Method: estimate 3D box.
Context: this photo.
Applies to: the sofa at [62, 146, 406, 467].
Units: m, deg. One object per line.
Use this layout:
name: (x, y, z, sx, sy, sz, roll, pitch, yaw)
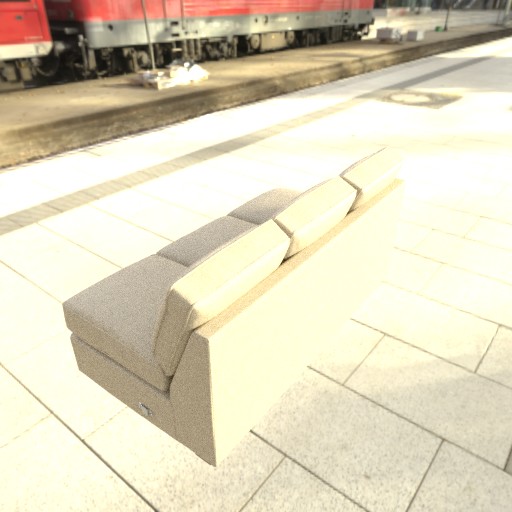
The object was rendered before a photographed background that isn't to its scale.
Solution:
sofa: (0.000, 0.000, 2.605, 1.027, 0.973, 1.962, 21, 36, 31)
